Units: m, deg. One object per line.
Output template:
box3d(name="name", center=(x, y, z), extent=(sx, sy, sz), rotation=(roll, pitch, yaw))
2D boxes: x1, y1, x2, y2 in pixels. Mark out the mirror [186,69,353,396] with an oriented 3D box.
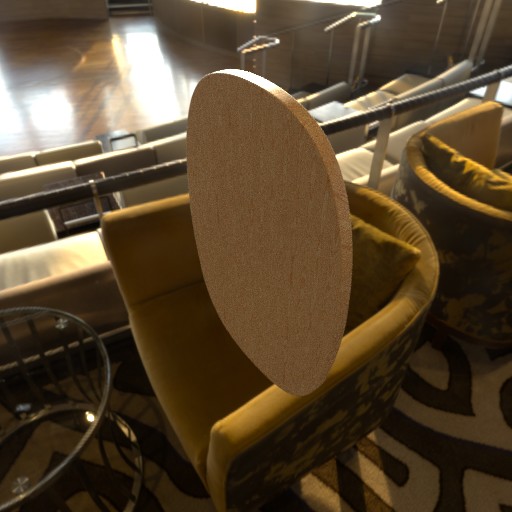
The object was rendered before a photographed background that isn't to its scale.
box3d(name="mirror", center=(0.000, 0.000, 1.367), extent=(0.037, 1.075, 0.724), rotation=(-27, 48, -27))
